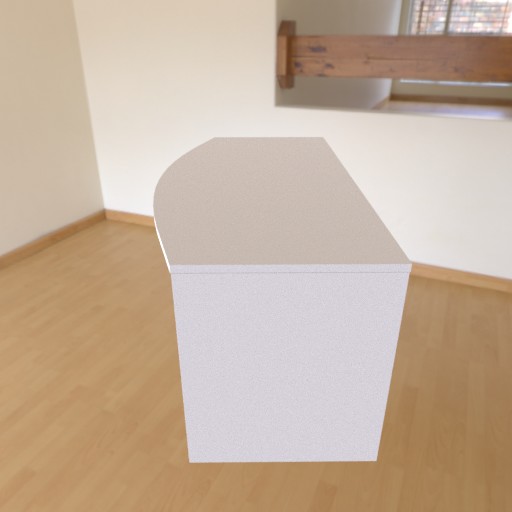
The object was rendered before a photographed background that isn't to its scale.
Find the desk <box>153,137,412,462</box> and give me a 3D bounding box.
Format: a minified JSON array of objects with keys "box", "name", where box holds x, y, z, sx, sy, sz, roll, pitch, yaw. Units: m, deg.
[{"box":[0.000,0.000,2.038,0.802,0.750,1.600,0,27,-1],"name":"desk"}]
